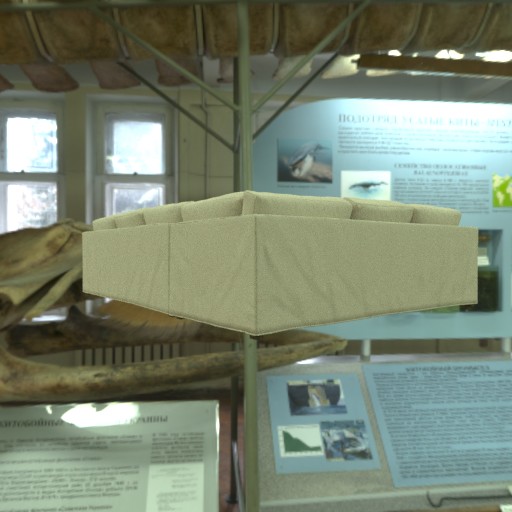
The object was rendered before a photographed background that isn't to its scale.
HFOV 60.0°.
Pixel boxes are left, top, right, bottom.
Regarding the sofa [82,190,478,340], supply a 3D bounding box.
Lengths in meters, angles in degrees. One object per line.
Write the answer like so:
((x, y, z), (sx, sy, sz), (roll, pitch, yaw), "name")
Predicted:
((0.000, 0.000, 4.358), (2.432, 0.871, 3.182), (-1, 1, -37), "sofa")
